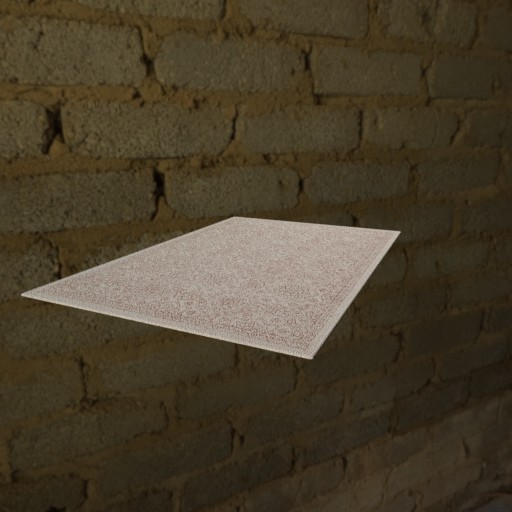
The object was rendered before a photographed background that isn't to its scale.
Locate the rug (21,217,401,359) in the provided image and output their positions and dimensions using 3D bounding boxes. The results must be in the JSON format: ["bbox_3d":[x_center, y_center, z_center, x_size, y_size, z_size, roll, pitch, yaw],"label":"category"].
[{"bbox_3d":[0.000,0.000,2.313,1.219,0.010,1.829,7,17,24],"label":"rug"}]
